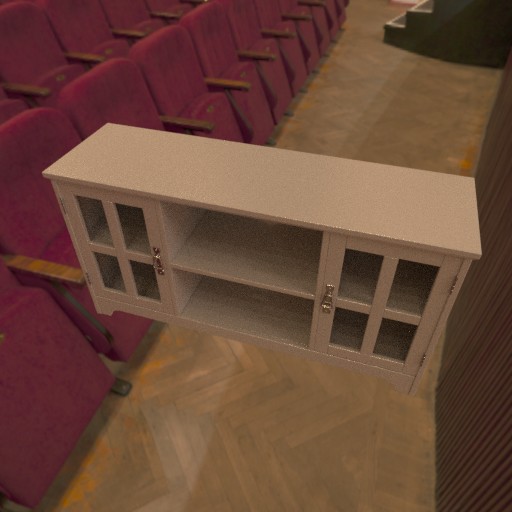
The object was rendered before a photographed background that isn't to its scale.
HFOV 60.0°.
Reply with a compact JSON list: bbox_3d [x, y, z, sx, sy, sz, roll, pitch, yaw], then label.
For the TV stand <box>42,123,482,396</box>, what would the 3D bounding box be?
[{"bbox_3d":[0.000,0.000,1.443,1.167,0.603,0.344,12,42,13],"label":"TV stand"}]
